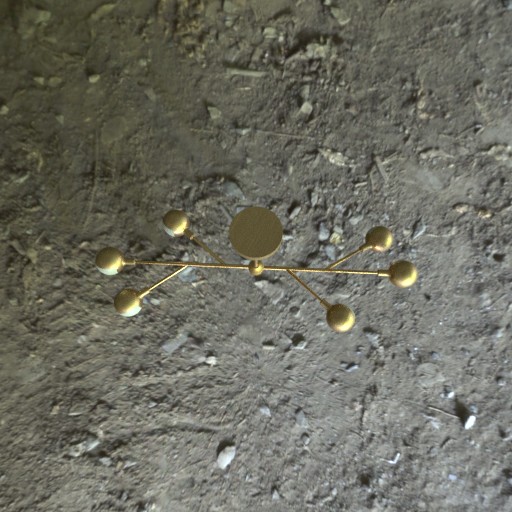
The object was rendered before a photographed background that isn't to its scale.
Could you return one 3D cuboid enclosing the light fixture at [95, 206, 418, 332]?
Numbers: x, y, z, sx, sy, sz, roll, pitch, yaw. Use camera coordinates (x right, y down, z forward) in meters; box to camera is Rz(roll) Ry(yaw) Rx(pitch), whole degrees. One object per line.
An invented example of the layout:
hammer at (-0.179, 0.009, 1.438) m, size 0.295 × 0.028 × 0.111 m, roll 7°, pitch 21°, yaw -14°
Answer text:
light fixture at (0.000, 0.000, 1.004) m, size 0.778 × 0.362 × 0.434 m, roll 18°, pitch 76°, yaw 5°
